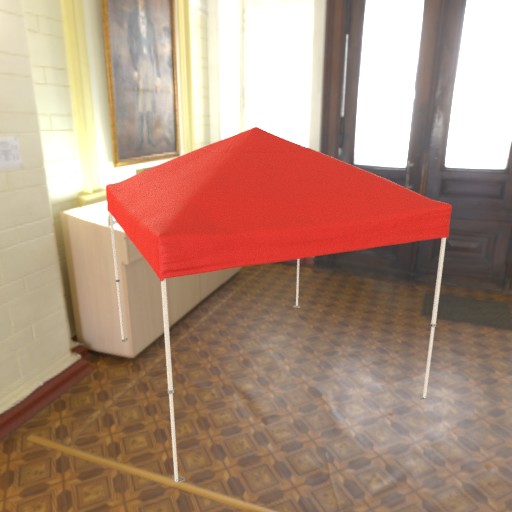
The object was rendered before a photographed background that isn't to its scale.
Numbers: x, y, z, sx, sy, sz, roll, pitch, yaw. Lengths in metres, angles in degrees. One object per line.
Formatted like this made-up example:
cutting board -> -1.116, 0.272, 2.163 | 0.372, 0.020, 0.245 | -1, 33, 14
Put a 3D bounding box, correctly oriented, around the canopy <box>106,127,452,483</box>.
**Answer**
canopy -> 0.000, 0.000, 5.354 | 2.998, 2.997, 2.996 | -8, 19, -24
